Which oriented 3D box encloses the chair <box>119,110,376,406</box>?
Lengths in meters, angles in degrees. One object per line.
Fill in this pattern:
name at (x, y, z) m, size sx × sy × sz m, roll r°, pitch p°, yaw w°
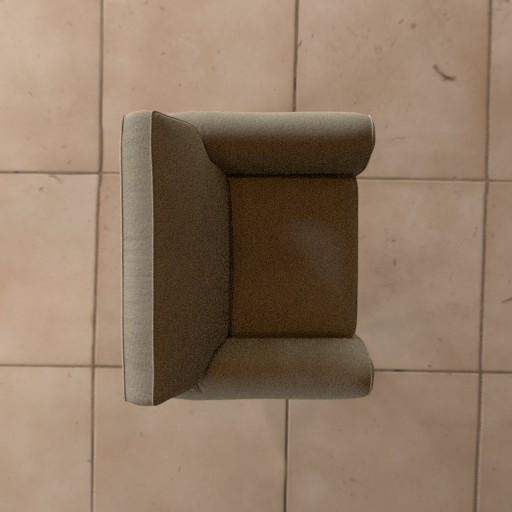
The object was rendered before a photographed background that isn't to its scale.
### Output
chair at (0.000, 0.000, 1.870) m, size 0.939 × 1.044 × 1.147 m, roll 0°, pitch 91°, yaw -1°
